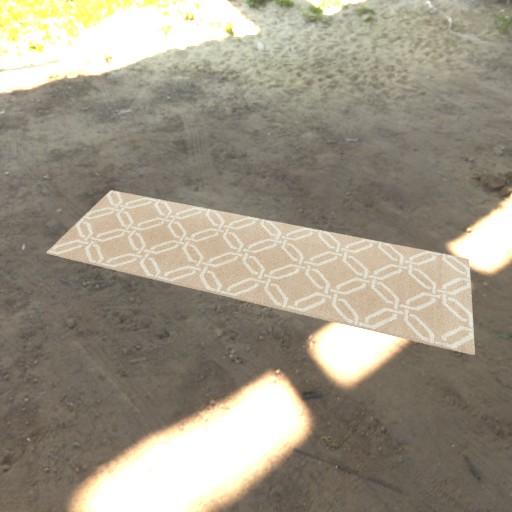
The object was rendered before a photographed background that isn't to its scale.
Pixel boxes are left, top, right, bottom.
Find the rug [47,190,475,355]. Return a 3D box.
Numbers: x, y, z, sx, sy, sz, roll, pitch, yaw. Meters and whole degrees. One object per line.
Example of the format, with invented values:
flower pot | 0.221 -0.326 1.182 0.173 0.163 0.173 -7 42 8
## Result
rug | 0.000 0.000 2.486 2.276 0.014 0.678 12 43 13
